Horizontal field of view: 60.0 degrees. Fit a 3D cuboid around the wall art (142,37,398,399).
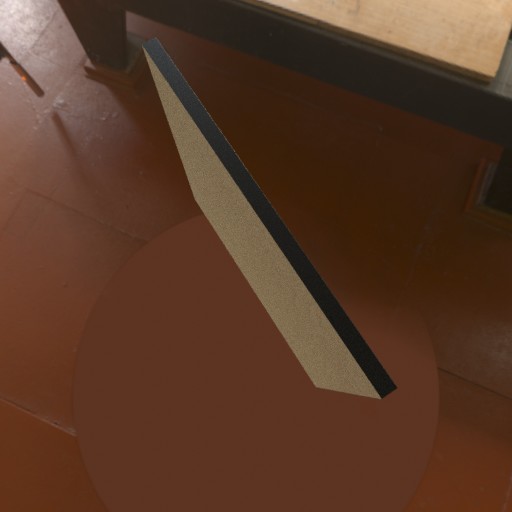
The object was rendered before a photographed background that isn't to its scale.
[{"bbox_3d":[0.000,0.000,1.146,0.031,0.775,0.773,-32,77,-8],"label":"wall art"}]
